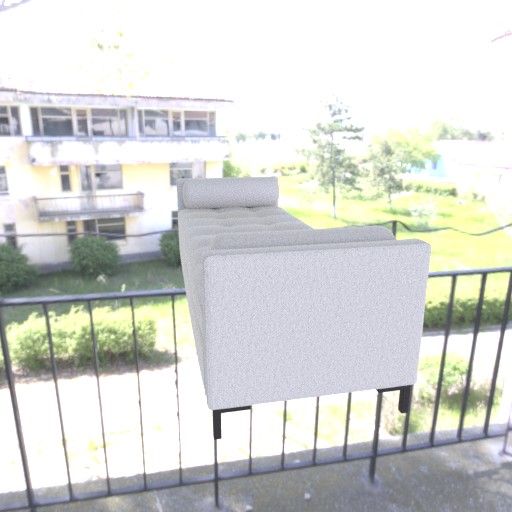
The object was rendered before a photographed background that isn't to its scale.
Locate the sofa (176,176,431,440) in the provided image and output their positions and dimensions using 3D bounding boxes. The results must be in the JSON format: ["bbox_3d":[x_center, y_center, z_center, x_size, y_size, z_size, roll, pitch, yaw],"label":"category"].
[{"bbox_3d":[0.000,0.000,2.326,0.746,0.641,1.985,-3,17,-11],"label":"sofa"}]
